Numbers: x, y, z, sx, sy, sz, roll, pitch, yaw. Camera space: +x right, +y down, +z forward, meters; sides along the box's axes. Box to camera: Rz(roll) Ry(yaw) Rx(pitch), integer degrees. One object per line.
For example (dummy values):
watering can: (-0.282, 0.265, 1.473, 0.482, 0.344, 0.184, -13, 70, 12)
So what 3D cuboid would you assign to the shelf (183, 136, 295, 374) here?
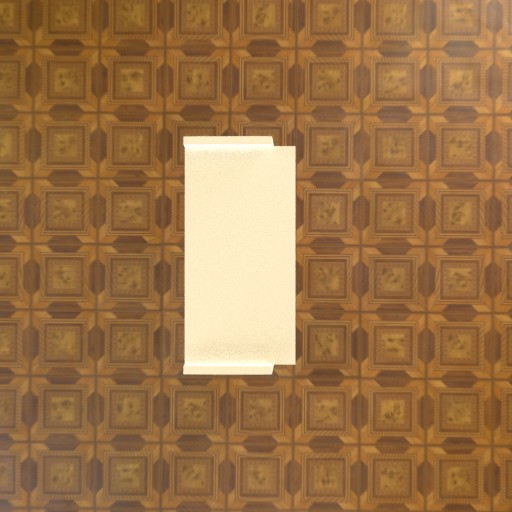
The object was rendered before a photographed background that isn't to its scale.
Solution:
shelf: (0.000, 0.000, 2.161, 0.381, 1.892, 0.660, 0, 90, 1)
